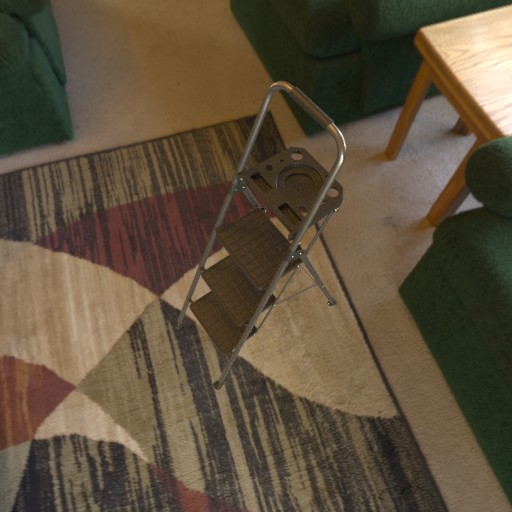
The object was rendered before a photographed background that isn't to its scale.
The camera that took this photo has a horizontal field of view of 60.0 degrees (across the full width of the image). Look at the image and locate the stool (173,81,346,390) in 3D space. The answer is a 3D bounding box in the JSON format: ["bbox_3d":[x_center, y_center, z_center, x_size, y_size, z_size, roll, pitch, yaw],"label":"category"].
[{"bbox_3d":[0.000,0.000,1.627,0.733,1.277,0.396,-33,68,-15],"label":"stool"}]
